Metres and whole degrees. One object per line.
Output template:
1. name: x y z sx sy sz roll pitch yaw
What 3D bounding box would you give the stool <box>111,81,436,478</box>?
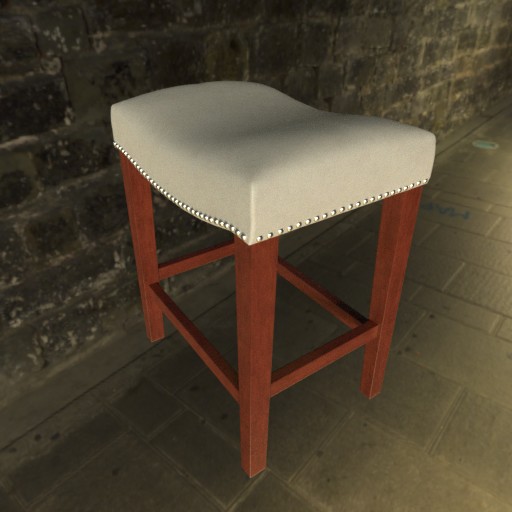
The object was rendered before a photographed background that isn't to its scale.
1. stool: 0.000 0.000 0.943 0.375 0.632 0.509 -20 37 -29
